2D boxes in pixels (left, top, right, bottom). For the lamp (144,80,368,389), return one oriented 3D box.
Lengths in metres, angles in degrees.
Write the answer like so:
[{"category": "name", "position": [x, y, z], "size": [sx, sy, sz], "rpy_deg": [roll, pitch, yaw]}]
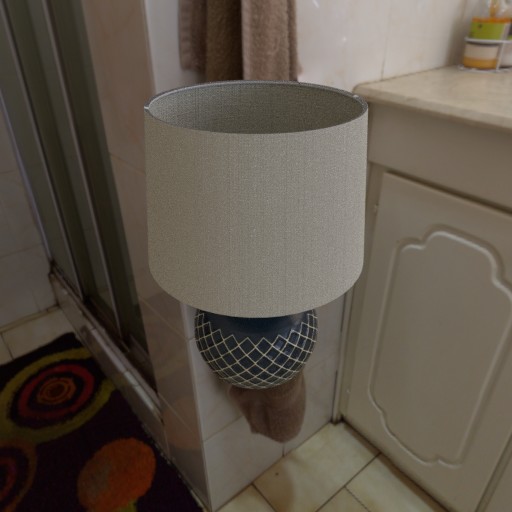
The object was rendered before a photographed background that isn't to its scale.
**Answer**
[{"category": "lamp", "position": [0.000, 0.000, 0.799], "size": [0.376, 0.540, 0.376], "rpy_deg": [0, 32, 0]}]
